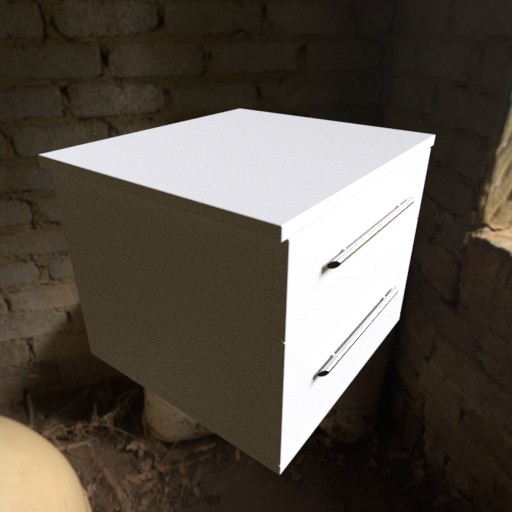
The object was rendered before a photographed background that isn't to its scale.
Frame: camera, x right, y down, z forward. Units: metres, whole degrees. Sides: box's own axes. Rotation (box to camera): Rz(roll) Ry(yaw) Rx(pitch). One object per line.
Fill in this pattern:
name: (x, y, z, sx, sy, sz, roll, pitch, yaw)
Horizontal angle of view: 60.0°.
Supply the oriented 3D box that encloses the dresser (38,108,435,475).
dresser: (0.000, 0.000, 0.716, 0.400, 0.360, 0.430, 19, 34, 32)
